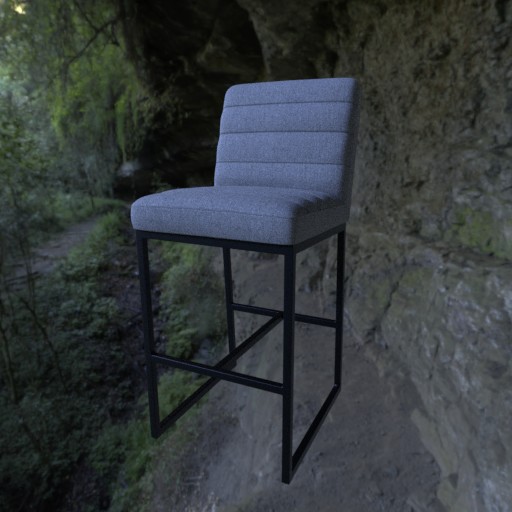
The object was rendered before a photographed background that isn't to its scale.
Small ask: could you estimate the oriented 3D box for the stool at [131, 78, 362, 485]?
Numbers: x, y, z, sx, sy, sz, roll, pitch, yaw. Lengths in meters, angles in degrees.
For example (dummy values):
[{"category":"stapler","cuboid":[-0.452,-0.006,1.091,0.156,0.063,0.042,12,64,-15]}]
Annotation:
[{"category":"stool","cuboid":[0.000,0.000,1.317,0.459,1.034,0.571,7,16,25]}]
